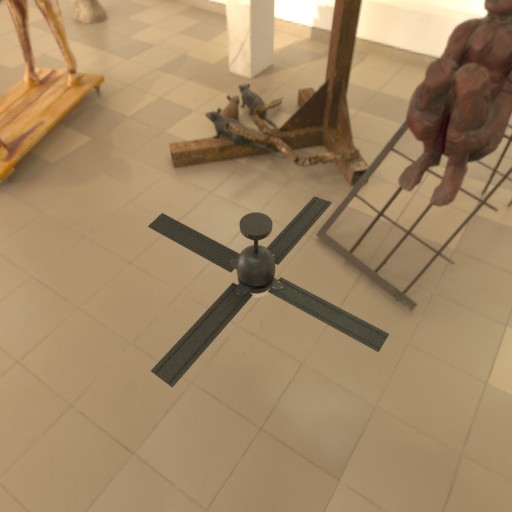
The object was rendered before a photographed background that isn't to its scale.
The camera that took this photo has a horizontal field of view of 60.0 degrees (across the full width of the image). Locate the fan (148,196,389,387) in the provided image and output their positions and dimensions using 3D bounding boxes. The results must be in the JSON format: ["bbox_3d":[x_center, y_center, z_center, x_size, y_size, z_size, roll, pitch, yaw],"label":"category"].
[{"bbox_3d":[0.000,0.000,2.024,1.319,0.410,1.319,26,53,21],"label":"fan"}]
